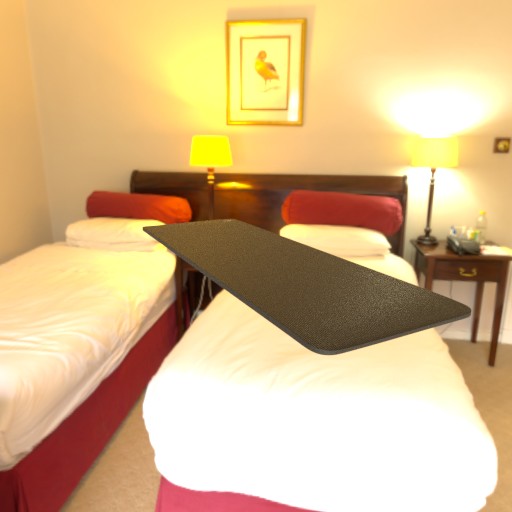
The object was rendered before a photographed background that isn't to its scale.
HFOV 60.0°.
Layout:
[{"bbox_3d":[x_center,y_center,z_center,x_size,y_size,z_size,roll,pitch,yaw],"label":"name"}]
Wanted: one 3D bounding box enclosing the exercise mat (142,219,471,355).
[{"bbox_3d":[0.000,0.000,2.053,0.616,0.021,1.869,-8,17,-27],"label":"exercise mat"}]
